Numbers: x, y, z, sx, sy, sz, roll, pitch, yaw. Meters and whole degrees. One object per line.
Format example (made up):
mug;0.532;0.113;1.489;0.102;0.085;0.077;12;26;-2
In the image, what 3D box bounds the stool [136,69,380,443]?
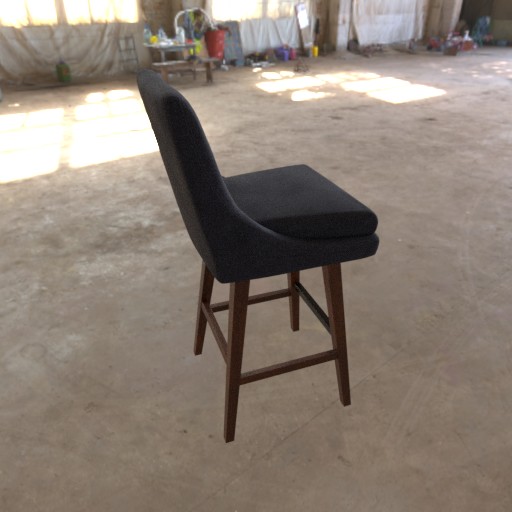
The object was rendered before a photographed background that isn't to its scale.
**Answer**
stool;0.000;0.000;1.387;0.572;1.068;0.489;-10;32;-17
